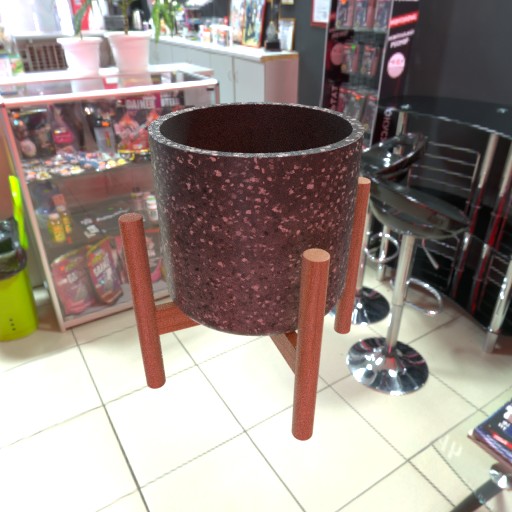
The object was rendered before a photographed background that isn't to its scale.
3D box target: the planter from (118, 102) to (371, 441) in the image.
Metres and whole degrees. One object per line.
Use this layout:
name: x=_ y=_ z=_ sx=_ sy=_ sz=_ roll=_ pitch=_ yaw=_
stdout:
planter: x=0.000 y=0.000 z=0.545 sx=0.284 sy=0.320 sz=0.284 roll=0 pitch=30 yaw=0
